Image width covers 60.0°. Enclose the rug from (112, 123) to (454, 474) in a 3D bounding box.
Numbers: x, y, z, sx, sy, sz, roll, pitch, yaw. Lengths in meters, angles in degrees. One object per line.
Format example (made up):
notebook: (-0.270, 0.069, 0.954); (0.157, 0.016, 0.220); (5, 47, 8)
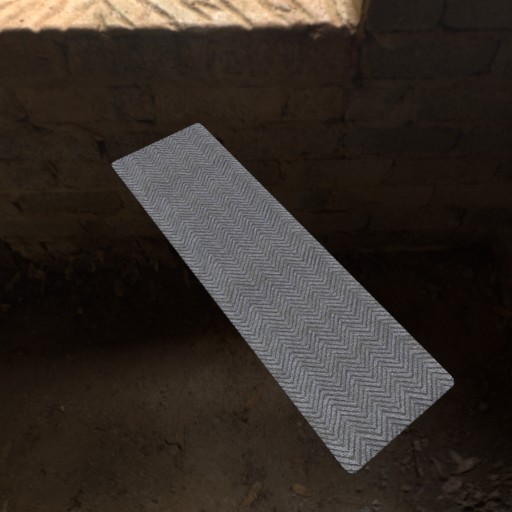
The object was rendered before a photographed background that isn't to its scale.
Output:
rug: (0.000, 0.000, 2.498); (0.686, 0.008, 2.286); (-32, 62, -19)
